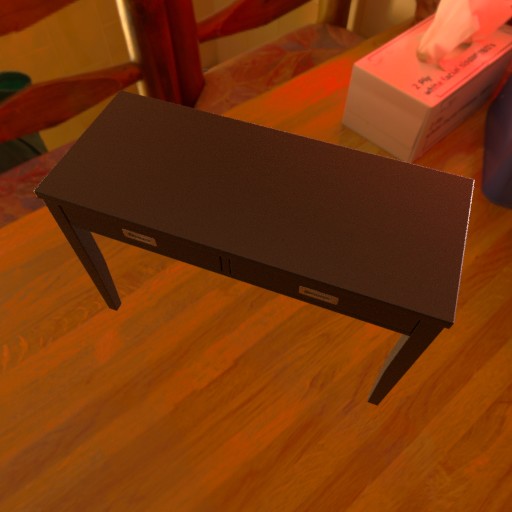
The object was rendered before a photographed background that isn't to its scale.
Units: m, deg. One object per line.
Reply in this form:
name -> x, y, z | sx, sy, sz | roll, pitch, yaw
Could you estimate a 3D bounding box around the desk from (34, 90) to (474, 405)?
desk -> 0.000, 0.000, 1.647 | 1.220, 0.775, 0.508 | 17, 58, 11
